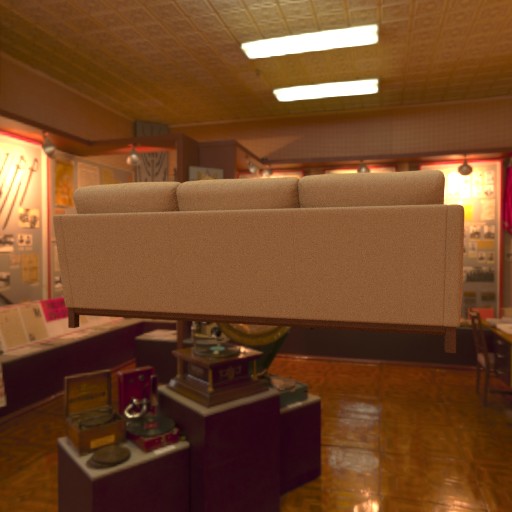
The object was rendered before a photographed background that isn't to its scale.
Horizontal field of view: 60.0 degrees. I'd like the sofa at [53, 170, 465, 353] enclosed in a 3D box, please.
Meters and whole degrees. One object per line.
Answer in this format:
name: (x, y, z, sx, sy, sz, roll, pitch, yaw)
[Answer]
sofa: (0.000, 0.000, 2.831, 2.321, 0.913, 1.000, 0, 1, 18)
